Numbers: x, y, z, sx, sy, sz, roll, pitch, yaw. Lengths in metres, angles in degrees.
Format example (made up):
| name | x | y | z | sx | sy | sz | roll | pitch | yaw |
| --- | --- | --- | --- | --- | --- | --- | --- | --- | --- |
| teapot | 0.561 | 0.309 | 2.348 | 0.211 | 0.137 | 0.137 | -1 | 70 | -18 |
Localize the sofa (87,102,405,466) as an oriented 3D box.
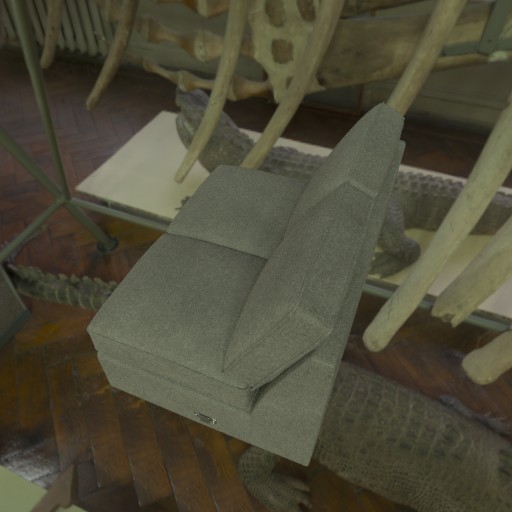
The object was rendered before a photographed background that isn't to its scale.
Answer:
| name | x | y | z | sx | sy | sz | roll | pitch | yaw |
| --- | --- | --- | --- | --- | --- | --- | --- | --- | --- |
| sofa | 0.000 | 0.000 | 1.940 | 0.951 | 1.008 | 1.237 | 16 | 48 | 15 |
